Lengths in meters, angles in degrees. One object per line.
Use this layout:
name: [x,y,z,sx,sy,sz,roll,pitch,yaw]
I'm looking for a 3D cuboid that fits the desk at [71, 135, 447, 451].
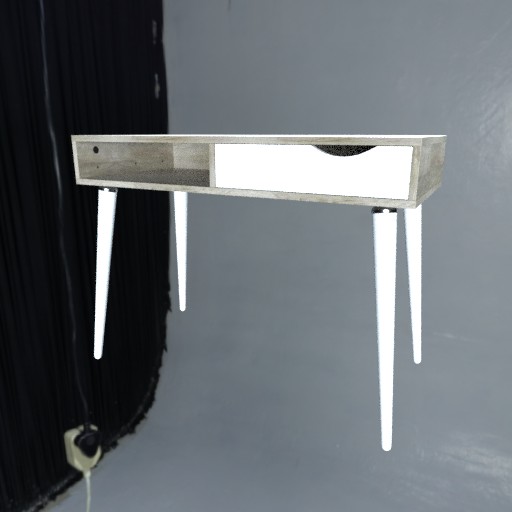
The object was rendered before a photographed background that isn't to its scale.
desk: [0.000,0.000,1.378,0.979,0.723,0.491,8,17,27]
